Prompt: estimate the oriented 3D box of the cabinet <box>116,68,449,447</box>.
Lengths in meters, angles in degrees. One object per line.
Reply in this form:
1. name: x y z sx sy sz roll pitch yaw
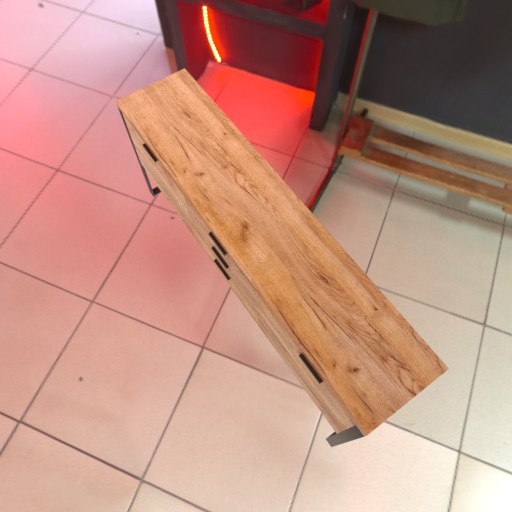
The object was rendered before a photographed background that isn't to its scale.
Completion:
1. cabinet: 0.000 0.000 2.170 0.395 0.762 1.800 -32 68 -14
